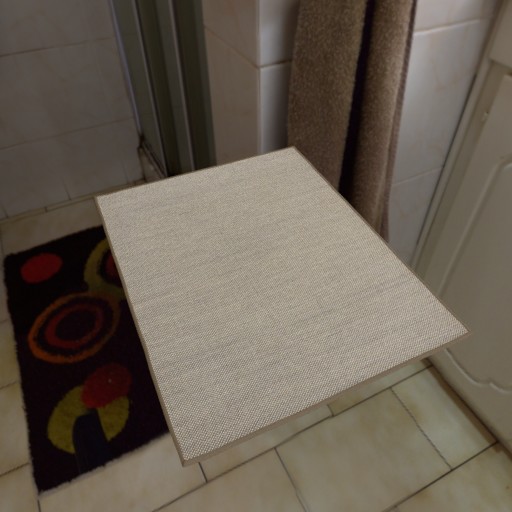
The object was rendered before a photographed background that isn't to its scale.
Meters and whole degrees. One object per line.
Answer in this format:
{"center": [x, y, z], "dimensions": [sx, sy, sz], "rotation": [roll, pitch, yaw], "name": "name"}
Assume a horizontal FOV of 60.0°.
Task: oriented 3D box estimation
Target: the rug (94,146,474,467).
{"center": [0.000, 0.000, 4.096], "dimensions": [2.413, 0.020, 3.041], "rotation": [-18, 48, -17], "name": "rug"}
